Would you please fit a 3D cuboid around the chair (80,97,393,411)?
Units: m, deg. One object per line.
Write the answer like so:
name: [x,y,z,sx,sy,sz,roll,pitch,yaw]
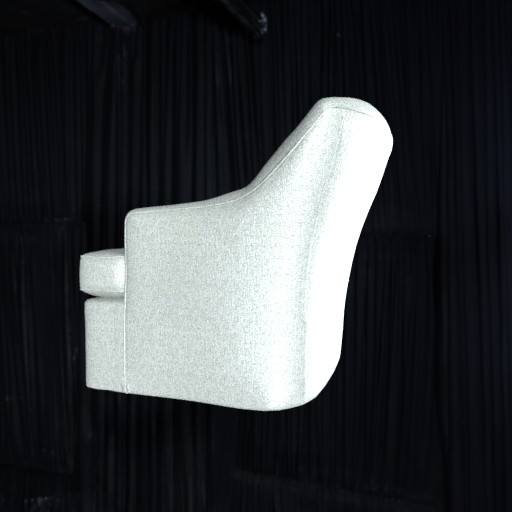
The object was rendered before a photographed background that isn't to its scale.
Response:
chair: [0.000,0.000,1.571,0.923,0.856,0.864,0,1,18]
